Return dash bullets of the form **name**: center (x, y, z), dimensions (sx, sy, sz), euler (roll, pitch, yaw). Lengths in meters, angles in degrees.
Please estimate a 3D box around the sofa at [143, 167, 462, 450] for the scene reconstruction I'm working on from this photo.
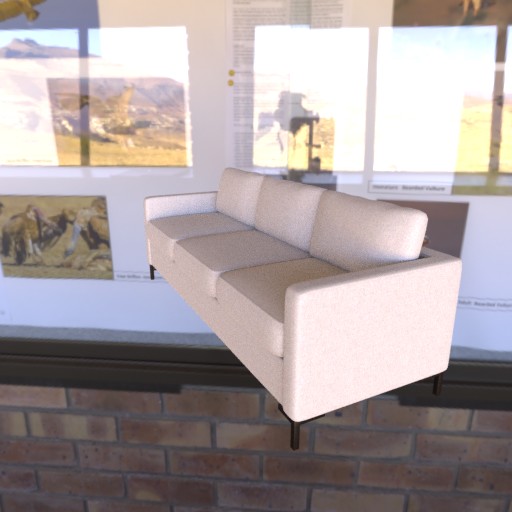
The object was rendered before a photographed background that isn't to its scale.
- **sofa**: center (0.000, 0.000, 2.691), dimensions (0.859, 0.874, 2.218), euler (-9, 19, -26)
